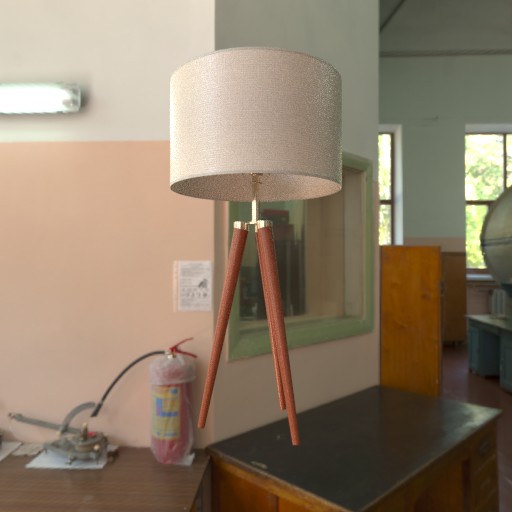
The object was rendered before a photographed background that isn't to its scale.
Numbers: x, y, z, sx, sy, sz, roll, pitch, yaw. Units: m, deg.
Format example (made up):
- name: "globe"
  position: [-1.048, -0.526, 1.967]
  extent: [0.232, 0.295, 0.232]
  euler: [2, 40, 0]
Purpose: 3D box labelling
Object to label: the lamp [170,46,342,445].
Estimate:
- name: "lamp"
  position: [0.000, 0.000, 0.927]
  extent: [0.355, 0.709, 0.354]
  euler: [-1, -1, 37]
